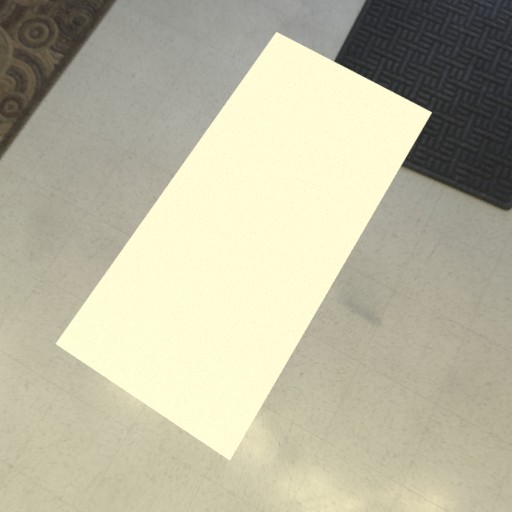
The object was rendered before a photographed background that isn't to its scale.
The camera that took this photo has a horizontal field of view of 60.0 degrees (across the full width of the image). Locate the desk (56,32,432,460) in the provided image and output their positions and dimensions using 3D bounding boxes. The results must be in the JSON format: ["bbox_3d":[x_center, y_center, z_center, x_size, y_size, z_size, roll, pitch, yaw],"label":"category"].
[{"bbox_3d":[0.000,0.000,1.430,0.491,0.723,0.979,31,78,7],"label":"desk"}]
